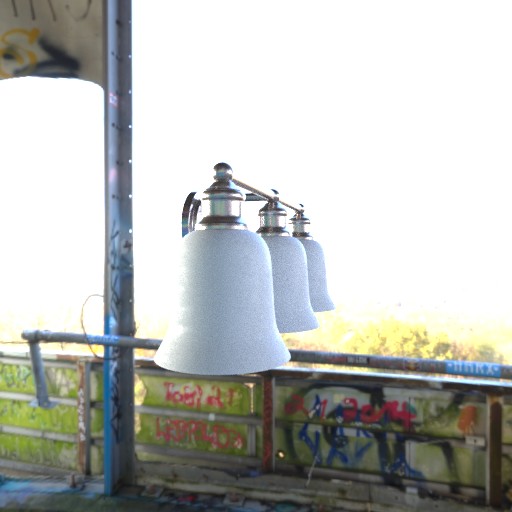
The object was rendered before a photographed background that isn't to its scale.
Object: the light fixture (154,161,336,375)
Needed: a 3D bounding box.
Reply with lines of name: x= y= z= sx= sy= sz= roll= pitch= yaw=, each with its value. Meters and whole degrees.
light fixture: x=0.000 y=0.000 z=0.686 sx=0.198 sy=0.211 sz=0.570 roll=0 pitch=1 yaw=17
